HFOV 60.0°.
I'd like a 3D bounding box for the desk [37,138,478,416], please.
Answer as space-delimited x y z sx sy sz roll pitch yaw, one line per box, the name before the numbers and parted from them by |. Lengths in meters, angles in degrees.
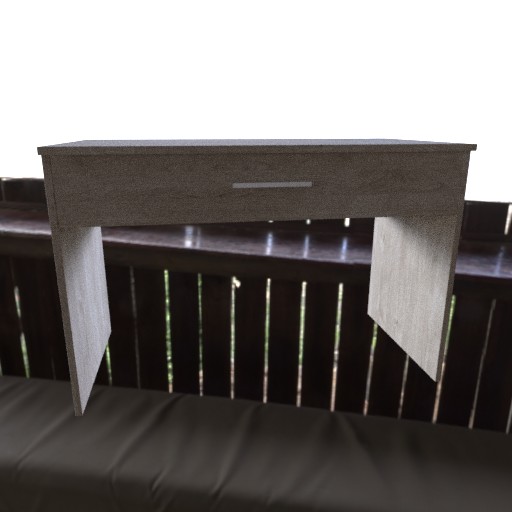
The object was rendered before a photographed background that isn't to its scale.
desk | 0.000 0.000 1.457 1.100 0.730 0.560 -3 17 -9
